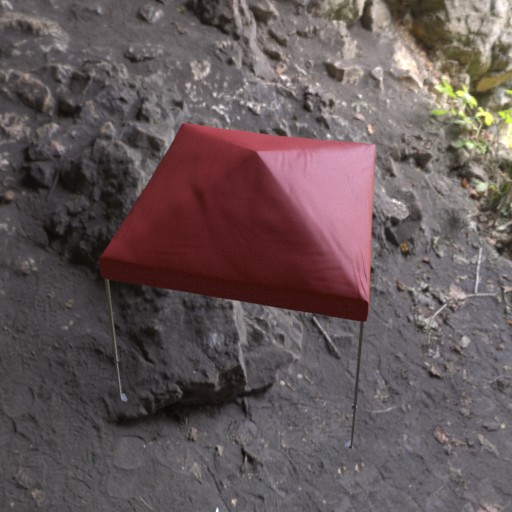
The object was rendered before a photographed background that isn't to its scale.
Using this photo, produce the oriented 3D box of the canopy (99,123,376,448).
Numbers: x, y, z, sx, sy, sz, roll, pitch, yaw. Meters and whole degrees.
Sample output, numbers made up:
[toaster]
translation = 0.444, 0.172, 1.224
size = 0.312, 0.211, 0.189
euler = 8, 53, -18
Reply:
[canopy]
translation = 0.000, 0.000, 5.178
size = 2.848, 2.849, 2.849
euler = 9, 47, 8
